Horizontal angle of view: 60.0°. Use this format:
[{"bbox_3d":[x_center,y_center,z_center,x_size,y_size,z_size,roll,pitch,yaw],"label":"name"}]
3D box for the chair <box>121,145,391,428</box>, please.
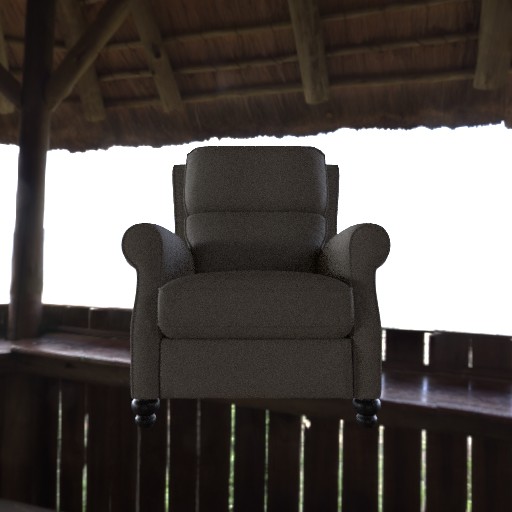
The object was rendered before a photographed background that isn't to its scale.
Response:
[{"bbox_3d":[0.000,0.000,1.747,0.859,1.046,0.919,0,-1,0],"label":"chair"}]
